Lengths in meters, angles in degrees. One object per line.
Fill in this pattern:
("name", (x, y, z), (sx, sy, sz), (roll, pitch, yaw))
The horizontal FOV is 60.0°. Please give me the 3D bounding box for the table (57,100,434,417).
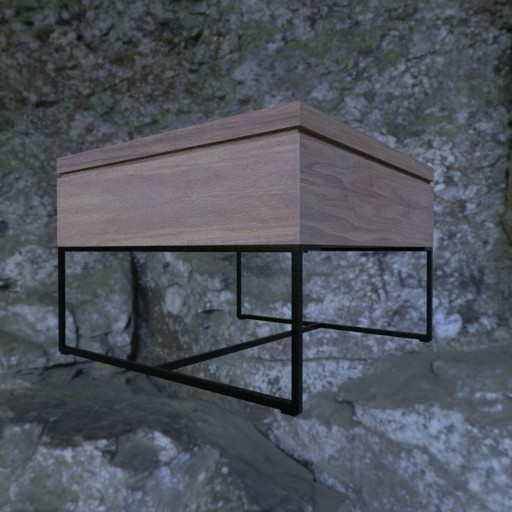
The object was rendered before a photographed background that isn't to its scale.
("table", (0.000, 0.000, 1.119), (0.676, 0.464, 0.679), (1, 1, 37))
